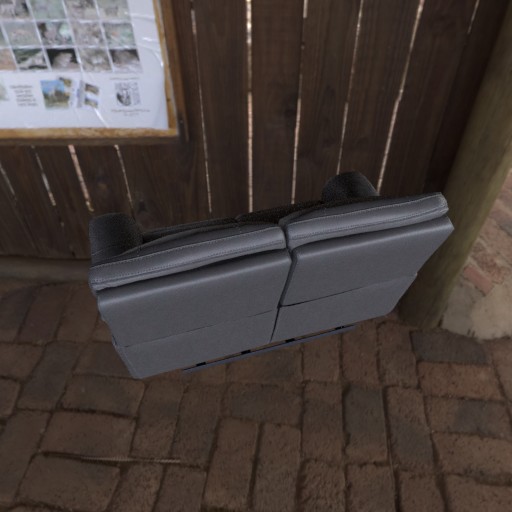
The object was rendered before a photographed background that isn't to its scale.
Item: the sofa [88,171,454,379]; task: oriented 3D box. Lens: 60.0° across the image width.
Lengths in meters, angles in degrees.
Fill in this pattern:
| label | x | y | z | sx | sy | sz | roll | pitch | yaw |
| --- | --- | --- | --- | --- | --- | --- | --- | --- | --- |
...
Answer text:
| label | x | y | z | sx | sy | sz | roll | pitch | yaw |
| --- | --- | --- | --- | --- | --- | --- | --- | --- | --- |
| sofa | 0.000 | 0.000 | 2.538 | 1.765 | 1.111 | 1.104 | -12 | 43 | -13 |
